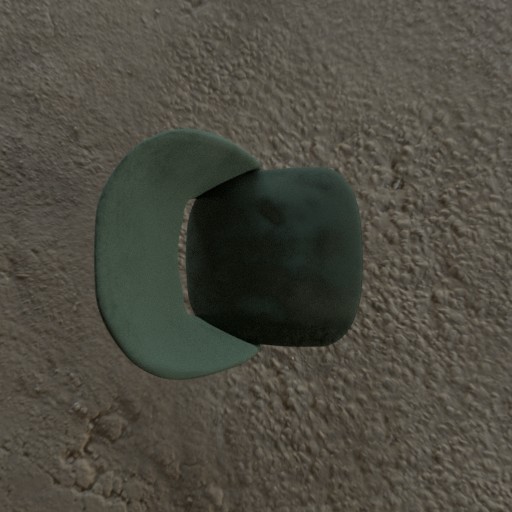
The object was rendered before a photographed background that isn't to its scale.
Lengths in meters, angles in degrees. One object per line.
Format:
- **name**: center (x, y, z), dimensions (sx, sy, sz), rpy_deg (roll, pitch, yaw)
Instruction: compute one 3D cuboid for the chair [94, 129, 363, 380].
- **chair**: center (0.000, 0.000, 1.204), dimensions (0.577, 0.860, 0.527), rpy_deg (0, 89, 0)
